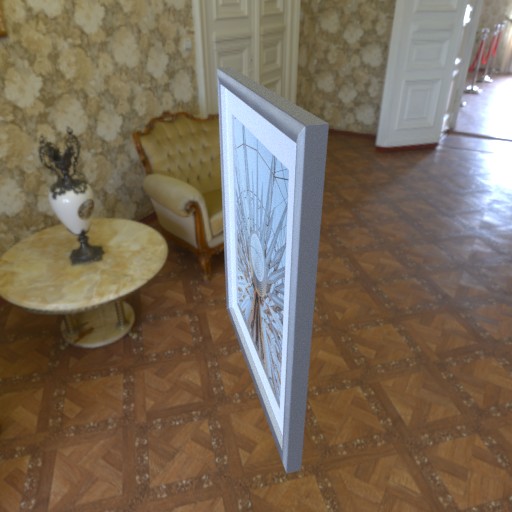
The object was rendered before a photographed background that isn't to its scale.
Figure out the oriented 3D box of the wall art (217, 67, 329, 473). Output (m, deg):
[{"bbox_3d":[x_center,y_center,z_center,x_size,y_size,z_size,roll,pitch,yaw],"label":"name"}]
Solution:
[{"bbox_3d":[0.000,0.000,0.774,0.029,0.558,0.458,-8,31,-13],"label":"wall art"}]
